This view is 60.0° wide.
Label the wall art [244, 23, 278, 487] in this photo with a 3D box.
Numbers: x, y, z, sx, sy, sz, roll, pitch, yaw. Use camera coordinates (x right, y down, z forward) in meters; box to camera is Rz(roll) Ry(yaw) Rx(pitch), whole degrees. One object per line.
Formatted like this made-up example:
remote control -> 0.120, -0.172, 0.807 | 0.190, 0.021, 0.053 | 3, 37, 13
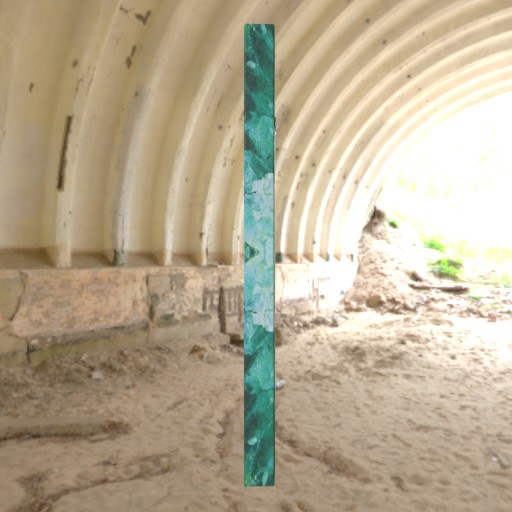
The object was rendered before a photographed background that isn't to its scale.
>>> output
wall art -> 0.000, 0.000, 0.736 | 0.038, 0.508, 0.507 | 0, 0, -1
